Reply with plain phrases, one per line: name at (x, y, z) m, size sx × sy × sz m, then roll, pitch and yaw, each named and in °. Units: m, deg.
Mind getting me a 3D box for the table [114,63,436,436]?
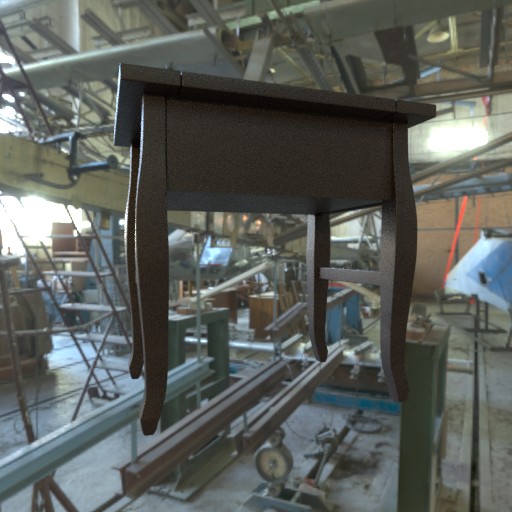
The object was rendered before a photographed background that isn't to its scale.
table at (0.000, 0.000, 1.002) m, size 0.602 × 0.605 × 0.460 m, roll 0°, pitch 1°, yaw -19°
